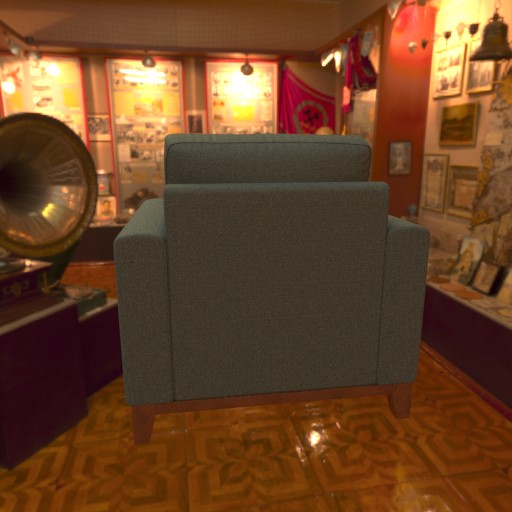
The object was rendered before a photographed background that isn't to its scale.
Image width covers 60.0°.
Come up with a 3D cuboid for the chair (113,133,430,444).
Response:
[{"bbox_3d":[0.000,0.000,1.929,1.024,1.010,1.038,-2,14,-8],"label":"chair"}]
